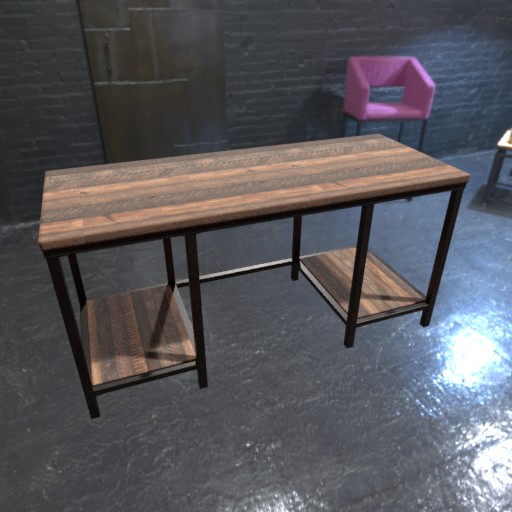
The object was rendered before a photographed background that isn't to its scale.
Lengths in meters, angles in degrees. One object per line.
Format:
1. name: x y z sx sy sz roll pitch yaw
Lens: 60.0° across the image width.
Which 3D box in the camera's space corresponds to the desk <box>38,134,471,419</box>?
1. desk: 0.000 0.000 1.919 1.538 0.753 0.617 -11 32 -18
